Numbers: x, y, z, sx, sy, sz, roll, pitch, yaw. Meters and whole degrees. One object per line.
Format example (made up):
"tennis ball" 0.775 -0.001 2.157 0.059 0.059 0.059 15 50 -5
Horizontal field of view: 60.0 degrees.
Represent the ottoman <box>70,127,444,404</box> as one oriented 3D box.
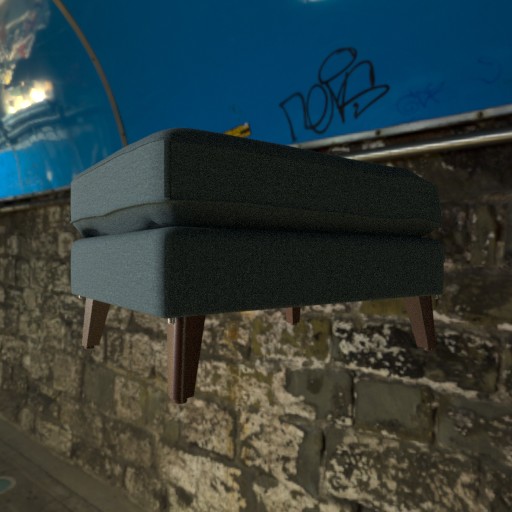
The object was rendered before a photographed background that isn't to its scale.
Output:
"ottoman" 0.000 0.000 1.205 0.835 0.503 0.629 0 0 -36
